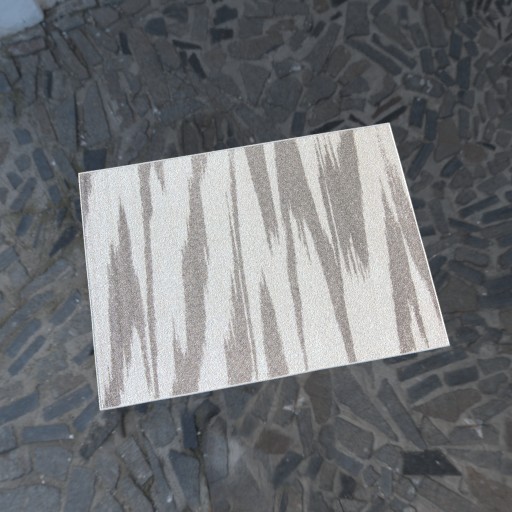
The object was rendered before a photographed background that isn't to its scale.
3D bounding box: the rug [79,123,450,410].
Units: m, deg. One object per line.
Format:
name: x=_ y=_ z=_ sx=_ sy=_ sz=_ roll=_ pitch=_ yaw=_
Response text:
rug: x=0.000 y=0.000 z=2.830 sx=2.142 sy=0.010 sz=1.533 roll=-10 pitch=77 yaw=-2
